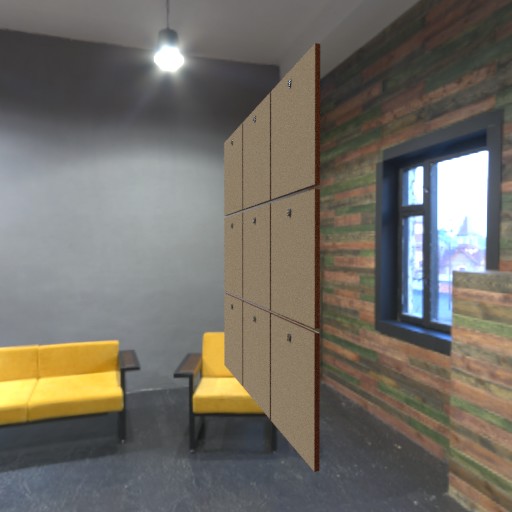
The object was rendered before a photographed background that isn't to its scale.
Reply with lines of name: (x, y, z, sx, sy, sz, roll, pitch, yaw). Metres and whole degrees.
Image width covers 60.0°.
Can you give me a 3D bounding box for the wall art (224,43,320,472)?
wall art: (0.000, 0.000, 1.369, 0.018, 0.904, 0.906, 0, 1, -16)
